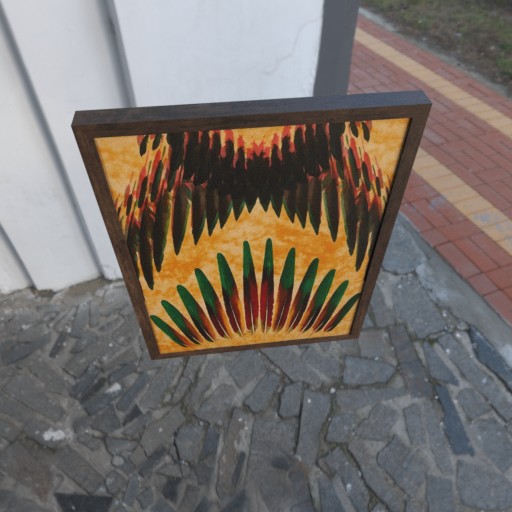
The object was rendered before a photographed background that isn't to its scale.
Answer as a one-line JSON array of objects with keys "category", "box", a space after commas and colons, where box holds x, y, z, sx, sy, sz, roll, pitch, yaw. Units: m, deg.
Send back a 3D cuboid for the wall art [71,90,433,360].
[{"category": "wall art", "box": [0.000, 0.000, 0.558, 0.329, 0.406, 0.027, -5, 48, -5]}]
